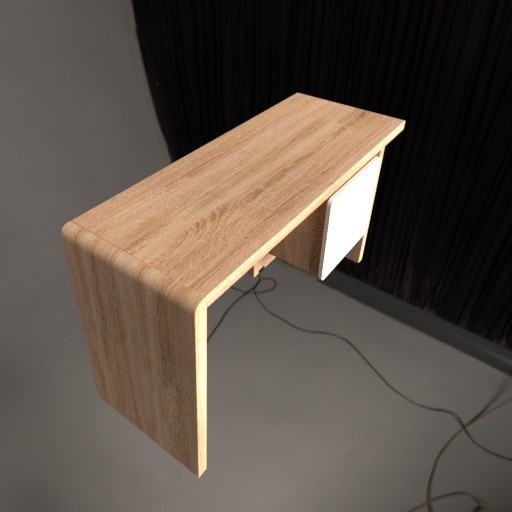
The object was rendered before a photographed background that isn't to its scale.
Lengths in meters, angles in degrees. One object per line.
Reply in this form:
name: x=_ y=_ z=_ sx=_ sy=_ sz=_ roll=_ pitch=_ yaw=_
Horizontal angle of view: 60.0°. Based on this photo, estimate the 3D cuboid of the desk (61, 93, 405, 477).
desk: x=0.000 y=0.000 z=1.694 sx=0.500 sy=0.750 sz=1.300 roll=26 pitch=47 yaw=27
